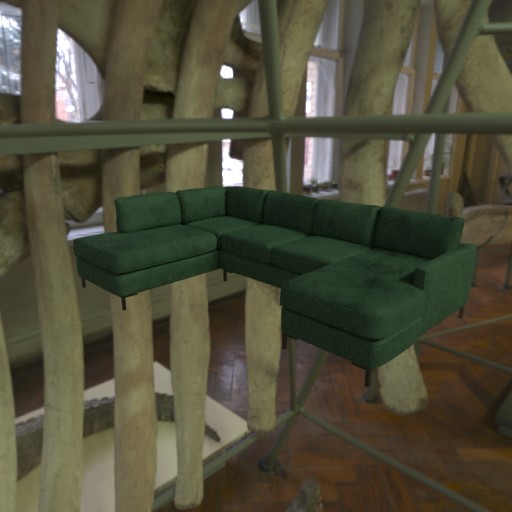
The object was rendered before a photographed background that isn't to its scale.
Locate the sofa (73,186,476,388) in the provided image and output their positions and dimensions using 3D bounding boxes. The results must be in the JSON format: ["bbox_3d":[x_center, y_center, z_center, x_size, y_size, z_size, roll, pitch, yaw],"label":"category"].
[{"bbox_3d":[0.000,0.000,3.838,1.992,0.861,2.994,-16,23,-43],"label":"sofa"}]
